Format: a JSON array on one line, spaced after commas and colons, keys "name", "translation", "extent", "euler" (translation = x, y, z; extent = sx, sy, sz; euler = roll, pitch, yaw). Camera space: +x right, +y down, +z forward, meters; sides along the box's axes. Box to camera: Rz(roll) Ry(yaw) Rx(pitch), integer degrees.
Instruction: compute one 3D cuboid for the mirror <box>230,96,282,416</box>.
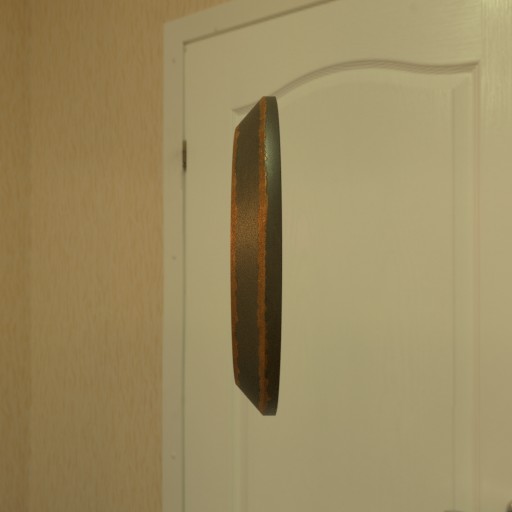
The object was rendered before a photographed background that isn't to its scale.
[{"name": "mirror", "translation": [0.000, 0.000, 1.338], "extent": [0.111, 0.907, 0.907], "euler": [0, 0, 0]}]
